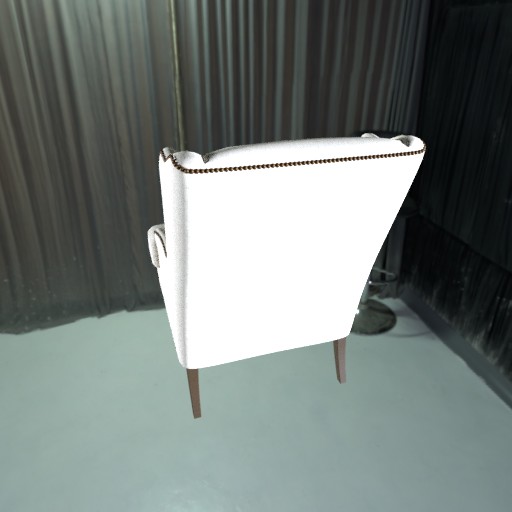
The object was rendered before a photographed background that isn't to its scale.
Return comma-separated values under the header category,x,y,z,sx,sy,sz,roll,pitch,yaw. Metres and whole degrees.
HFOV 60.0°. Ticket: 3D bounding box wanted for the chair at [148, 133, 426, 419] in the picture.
category,x,y,z,sx,sy,sz,roll,pitch,yaw
chair,0.000,0.000,1.682,0.737,1.029,0.940,-8,28,-16
